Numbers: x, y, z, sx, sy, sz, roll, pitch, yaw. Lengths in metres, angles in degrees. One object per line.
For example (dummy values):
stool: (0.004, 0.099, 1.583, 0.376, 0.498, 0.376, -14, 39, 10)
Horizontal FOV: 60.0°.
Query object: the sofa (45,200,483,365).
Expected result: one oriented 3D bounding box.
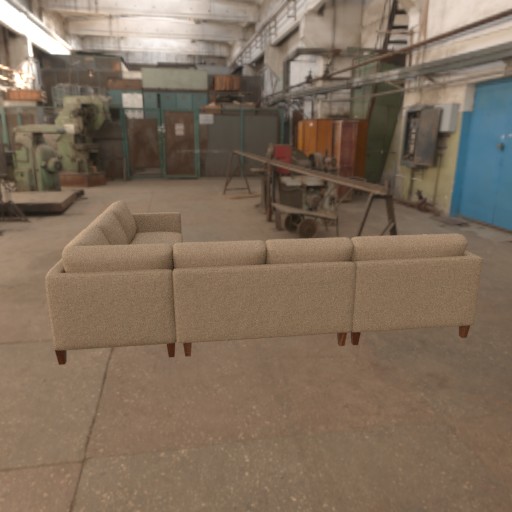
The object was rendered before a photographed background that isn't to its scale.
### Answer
sofa: (0.000, 0.000, 4.594, 3.403, 0.889, 2.551, -2, 16, -8)
